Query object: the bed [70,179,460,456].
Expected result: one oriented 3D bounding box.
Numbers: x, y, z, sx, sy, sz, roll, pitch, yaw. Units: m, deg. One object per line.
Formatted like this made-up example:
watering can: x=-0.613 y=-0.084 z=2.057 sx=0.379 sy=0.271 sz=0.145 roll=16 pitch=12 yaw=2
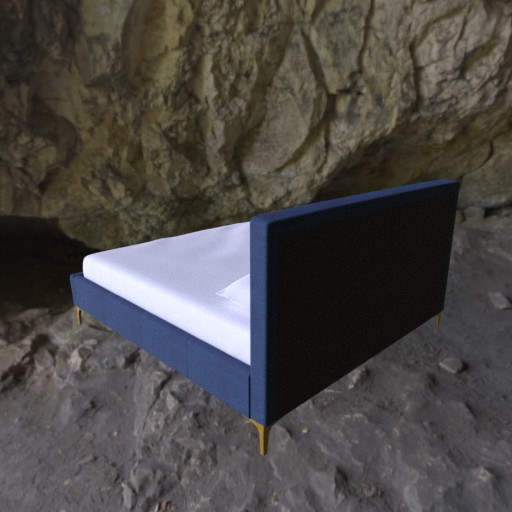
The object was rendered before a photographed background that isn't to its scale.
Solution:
bed: x=0.000 y=0.000 z=3.519 sx=2.096 sy=1.231 sz=2.232 roll=-16 pitch=23 yaw=-42
